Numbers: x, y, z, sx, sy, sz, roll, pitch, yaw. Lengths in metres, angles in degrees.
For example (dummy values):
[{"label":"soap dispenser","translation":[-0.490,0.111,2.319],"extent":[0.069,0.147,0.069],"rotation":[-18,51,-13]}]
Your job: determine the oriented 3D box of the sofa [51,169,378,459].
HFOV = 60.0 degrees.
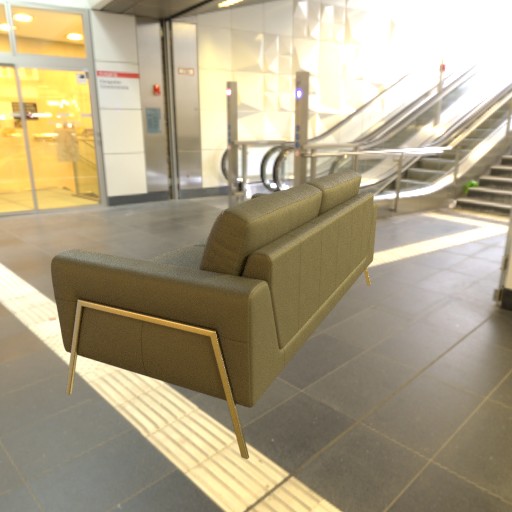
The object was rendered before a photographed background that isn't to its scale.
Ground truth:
[{"label":"sofa","translation":[0.000,0.000,2.541],"extent":[0.953,0.875,2.017],"rotation":[8,18,25]}]
